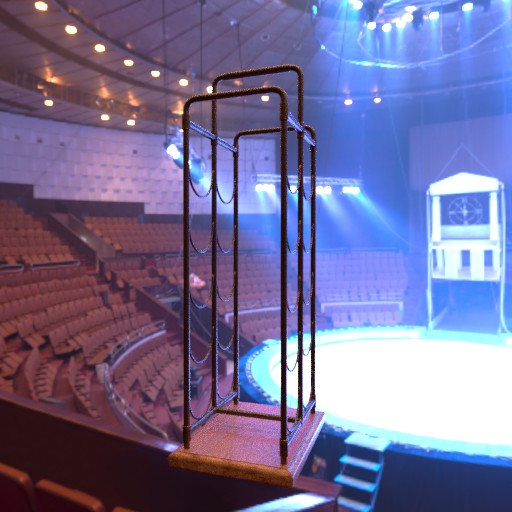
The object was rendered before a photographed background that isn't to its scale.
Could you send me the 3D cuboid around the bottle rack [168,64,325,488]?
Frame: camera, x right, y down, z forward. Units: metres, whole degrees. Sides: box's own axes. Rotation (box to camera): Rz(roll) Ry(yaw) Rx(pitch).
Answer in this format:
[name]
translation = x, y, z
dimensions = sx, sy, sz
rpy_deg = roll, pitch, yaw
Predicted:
[bottle rack]
translation = 0.000, 0.000, 0.810
dimensions = 0.208, 0.680, 0.276
rpy_deg = 0, 1, 19
